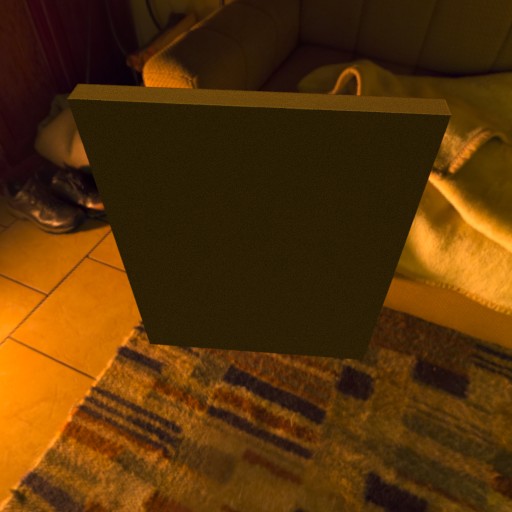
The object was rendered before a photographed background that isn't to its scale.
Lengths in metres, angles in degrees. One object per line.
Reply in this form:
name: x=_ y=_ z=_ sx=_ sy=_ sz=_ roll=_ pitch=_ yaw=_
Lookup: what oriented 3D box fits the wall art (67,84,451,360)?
wall art: x=0.000 y=0.000 z=0.801 sx=0.489 sy=0.608 sz=0.040 roll=4 pitch=48 yaw=3
